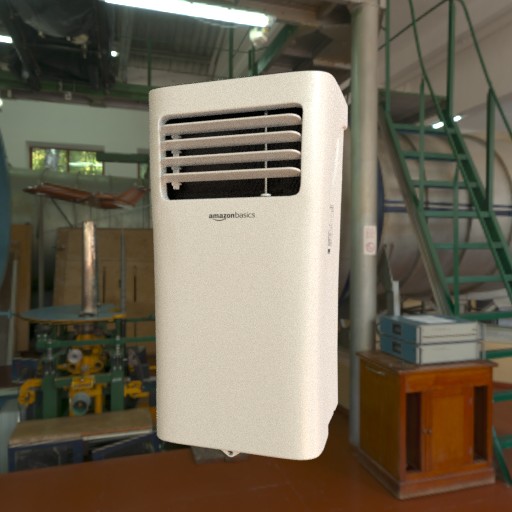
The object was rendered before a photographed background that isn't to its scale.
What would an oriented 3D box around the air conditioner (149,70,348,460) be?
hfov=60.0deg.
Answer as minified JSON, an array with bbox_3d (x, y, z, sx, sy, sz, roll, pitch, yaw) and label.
[{"bbox_3d":[0.000,0.000,0.937,0.352,0.716,0.369,0,1,17],"label":"air conditioner"}]
